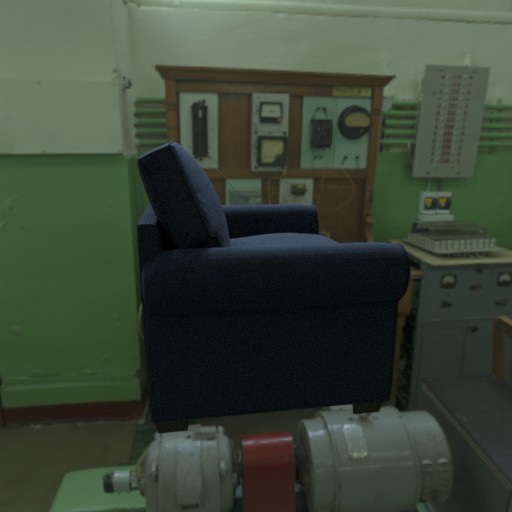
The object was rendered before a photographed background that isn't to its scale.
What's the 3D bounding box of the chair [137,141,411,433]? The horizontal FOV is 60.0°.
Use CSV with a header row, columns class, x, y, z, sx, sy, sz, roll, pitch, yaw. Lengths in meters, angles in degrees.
class,x,y,z,sx,sy,sz,roll,pitch,yaw
chair,0.000,0.000,2.087,0.963,1.044,1.285,-2,14,-9
